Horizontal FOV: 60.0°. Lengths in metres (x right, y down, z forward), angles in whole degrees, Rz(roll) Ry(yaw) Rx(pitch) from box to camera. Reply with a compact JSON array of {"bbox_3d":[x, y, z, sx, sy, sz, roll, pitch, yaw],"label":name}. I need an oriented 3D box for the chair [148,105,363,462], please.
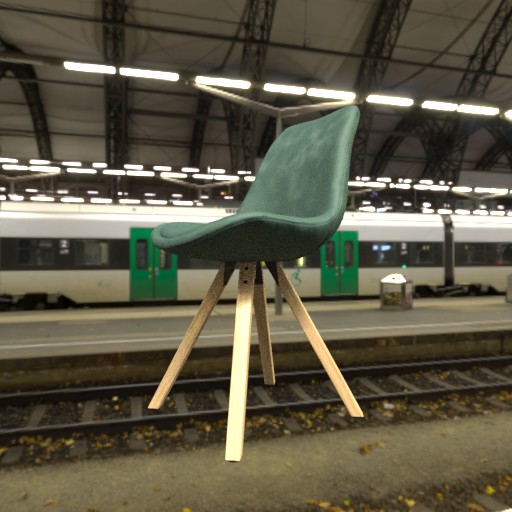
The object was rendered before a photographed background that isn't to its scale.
[{"bbox_3d":[0.000,0.000,1.225,0.547,0.865,0.483,0,0,-37],"label":"chair"}]
